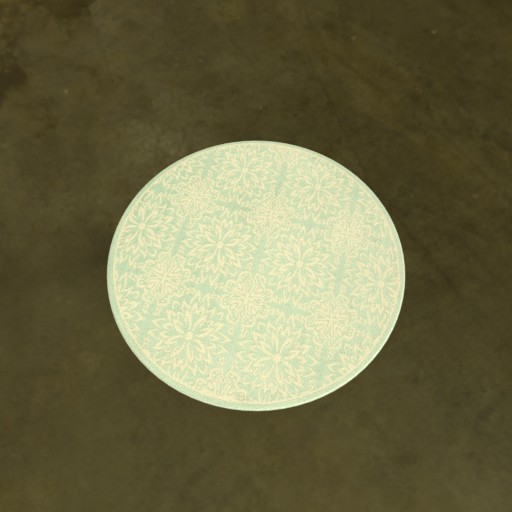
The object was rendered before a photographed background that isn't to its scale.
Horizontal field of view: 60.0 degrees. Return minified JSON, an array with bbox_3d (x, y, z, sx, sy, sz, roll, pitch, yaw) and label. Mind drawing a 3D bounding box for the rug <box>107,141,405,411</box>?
[{"bbox_3d":[0.000,0.000,2.393,1.593,0.012,1.593,0,64,0],"label":"rug"}]
